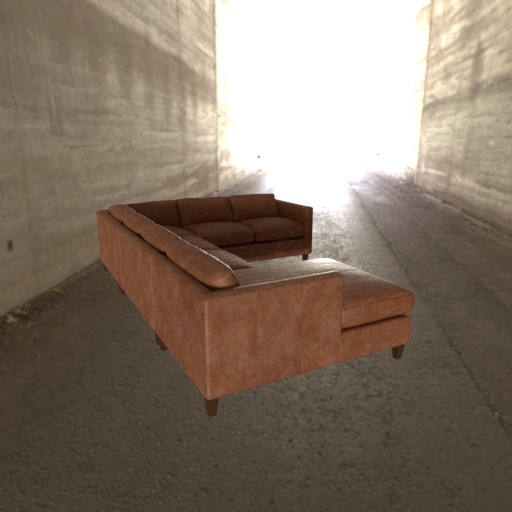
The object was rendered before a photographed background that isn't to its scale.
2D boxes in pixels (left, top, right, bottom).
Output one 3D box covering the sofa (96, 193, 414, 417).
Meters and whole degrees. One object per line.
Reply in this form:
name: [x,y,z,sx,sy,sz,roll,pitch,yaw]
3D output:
sofa: [0.000,0.000,4.352,2.430,0.832,3.401,-8,16,-27]
